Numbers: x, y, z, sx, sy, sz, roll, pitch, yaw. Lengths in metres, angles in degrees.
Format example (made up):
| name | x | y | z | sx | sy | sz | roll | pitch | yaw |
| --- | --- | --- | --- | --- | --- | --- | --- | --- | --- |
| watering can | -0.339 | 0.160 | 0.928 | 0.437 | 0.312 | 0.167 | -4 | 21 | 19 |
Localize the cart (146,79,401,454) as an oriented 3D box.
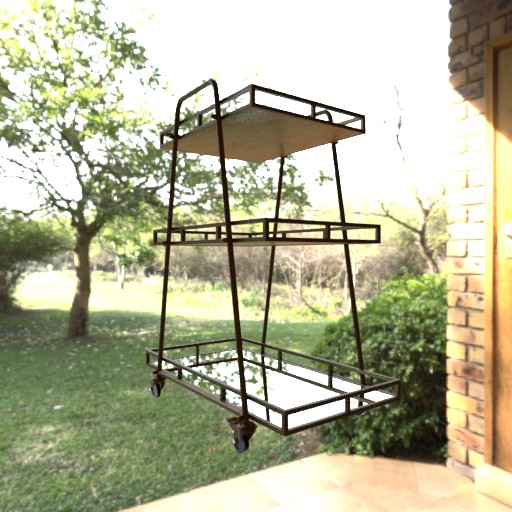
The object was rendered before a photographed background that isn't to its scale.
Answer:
| name | x | y | z | sx | sy | sz | roll | pitch | yaw |
| --- | --- | --- | --- | --- | --- | --- | --- | --- | --- |
| cart | 0.000 | 0.000 | 1.284 | 0.441 | 0.883 | 0.711 | 0 | 0 | -36 |
